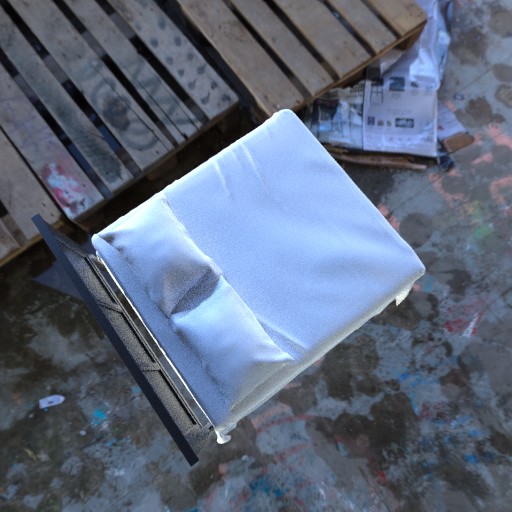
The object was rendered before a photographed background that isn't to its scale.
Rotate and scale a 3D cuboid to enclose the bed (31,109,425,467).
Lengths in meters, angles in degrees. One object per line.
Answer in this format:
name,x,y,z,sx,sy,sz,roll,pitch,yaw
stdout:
bed,0.000,0.000,3.164,2.050,1.270,1.870,-36,78,-9
